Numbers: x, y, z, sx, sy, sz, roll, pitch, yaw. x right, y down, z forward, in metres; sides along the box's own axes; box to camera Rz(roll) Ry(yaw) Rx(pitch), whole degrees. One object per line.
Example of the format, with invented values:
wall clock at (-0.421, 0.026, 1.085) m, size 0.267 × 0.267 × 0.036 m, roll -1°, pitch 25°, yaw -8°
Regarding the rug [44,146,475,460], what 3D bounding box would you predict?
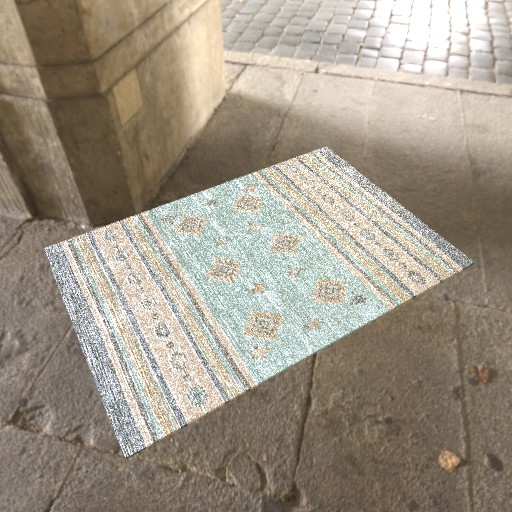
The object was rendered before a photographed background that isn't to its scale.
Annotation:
rug at (0.000, 0.000, 2.239) m, size 1.811 × 0.010 × 1.212 m, roll -24°, pitch 51°, yaw -21°
